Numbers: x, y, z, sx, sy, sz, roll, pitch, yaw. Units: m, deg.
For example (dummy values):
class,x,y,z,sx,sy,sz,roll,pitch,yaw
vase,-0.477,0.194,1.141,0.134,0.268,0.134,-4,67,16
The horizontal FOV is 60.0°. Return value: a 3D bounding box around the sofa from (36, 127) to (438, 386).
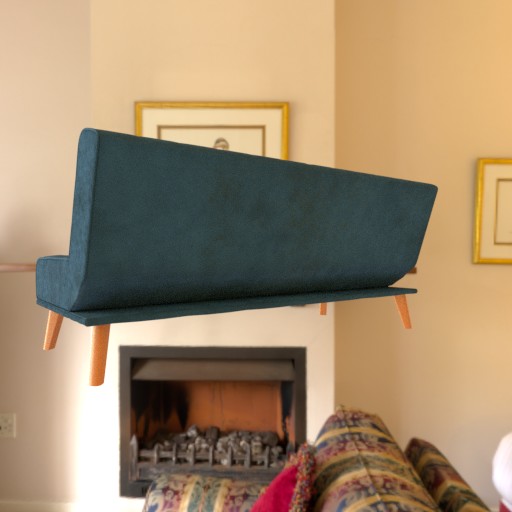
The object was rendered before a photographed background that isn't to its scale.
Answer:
class,x,y,z,sx,sy,sz,roll,pitch,yaw
sofa,0.000,0.000,2.164,1.804,0.813,0.855,-1,1,-37
